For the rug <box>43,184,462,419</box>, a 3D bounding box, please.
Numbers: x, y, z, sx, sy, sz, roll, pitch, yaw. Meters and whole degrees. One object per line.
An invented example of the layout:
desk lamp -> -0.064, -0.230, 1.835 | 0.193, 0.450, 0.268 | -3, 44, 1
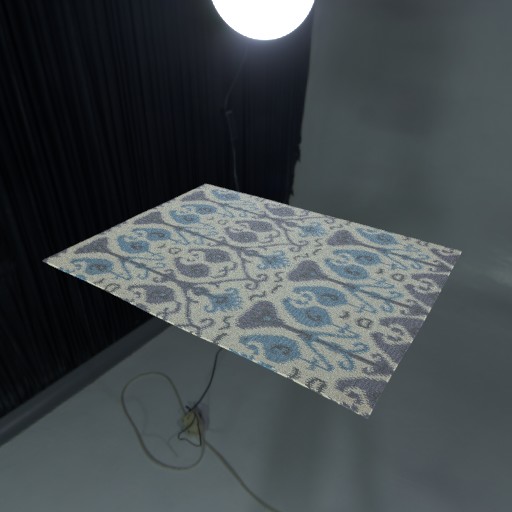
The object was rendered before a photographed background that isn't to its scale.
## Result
rug -> 0.000, 0.000, 2.964 | 2.261, 0.013, 1.676 | 19, 35, 29
